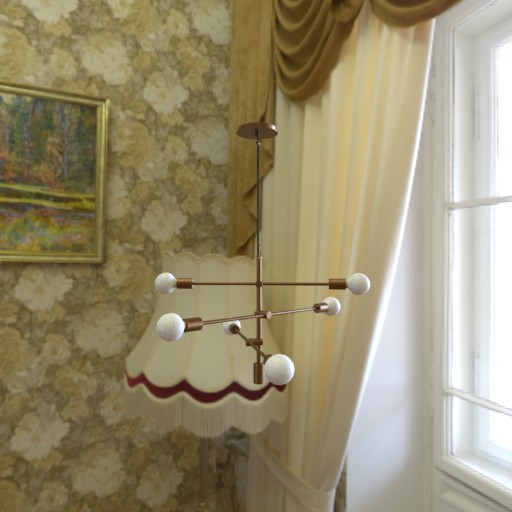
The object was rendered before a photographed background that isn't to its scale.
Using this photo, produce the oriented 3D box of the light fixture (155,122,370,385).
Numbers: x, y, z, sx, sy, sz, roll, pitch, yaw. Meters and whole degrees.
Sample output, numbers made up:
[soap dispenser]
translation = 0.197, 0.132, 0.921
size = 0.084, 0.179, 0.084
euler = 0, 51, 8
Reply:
[light fixture]
translation = 0.000, 0.000, 1.296
size = 0.637, 0.744, 0.682
euler = 0, -1, 17
